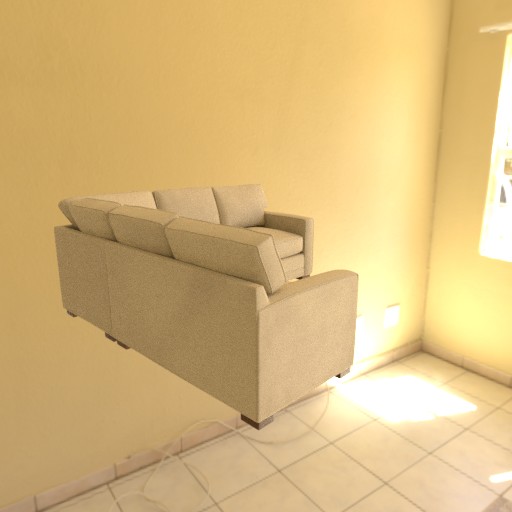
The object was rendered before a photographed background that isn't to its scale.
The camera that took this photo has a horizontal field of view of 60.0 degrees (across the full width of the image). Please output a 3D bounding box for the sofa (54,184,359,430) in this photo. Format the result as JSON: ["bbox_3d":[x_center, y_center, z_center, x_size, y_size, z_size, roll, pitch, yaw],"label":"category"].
[{"bbox_3d":[0.000,0.000,3.440,2.182,0.939,2.189,13,19,43],"label":"sofa"}]
